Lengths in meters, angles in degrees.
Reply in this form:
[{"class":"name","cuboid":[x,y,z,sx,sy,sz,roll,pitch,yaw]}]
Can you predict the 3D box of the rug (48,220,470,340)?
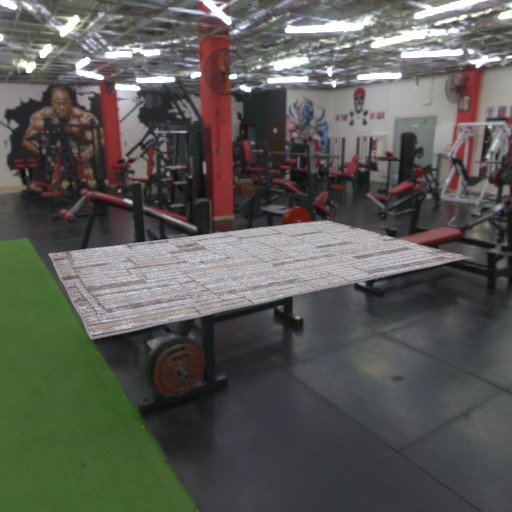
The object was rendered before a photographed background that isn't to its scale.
[{"class":"rug","cuboid":[0.000,0.000,3.018,2.444,0.023,1.531,-9,18,-29]}]
